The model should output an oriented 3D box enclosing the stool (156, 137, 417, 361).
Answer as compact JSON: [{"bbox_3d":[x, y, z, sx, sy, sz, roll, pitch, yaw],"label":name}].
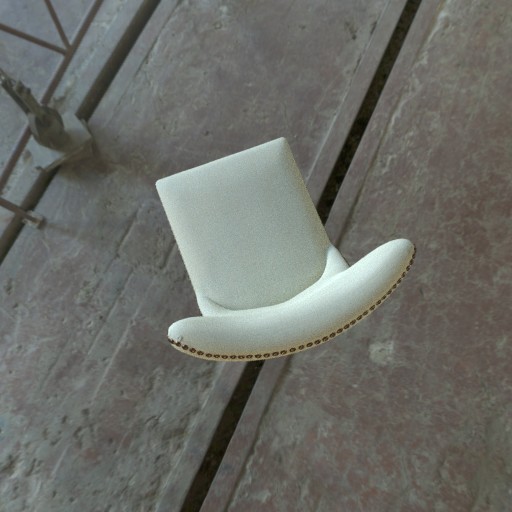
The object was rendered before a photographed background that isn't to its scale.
[{"bbox_3d":[0.000,0.000,1.318,0.498,0.981,0.608,-20,77,-5],"label":"stool"}]
